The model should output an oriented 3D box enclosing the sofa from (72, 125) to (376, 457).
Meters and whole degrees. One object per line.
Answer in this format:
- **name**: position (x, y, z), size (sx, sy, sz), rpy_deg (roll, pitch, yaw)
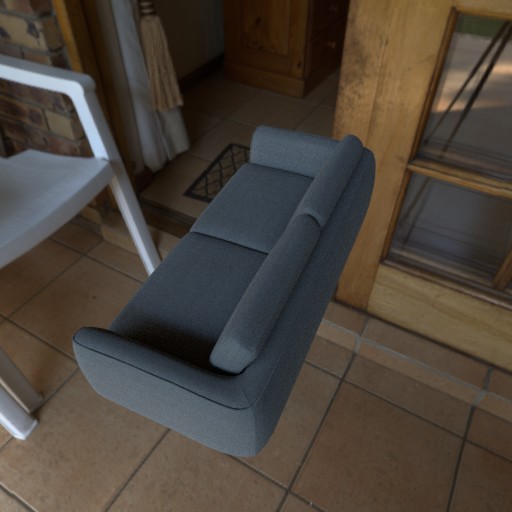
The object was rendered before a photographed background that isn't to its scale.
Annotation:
- **sofa**: position (0.000, 0.000, 2.486), size (0.920, 0.850, 2.000), rpy_deg (18, 48, 17)
